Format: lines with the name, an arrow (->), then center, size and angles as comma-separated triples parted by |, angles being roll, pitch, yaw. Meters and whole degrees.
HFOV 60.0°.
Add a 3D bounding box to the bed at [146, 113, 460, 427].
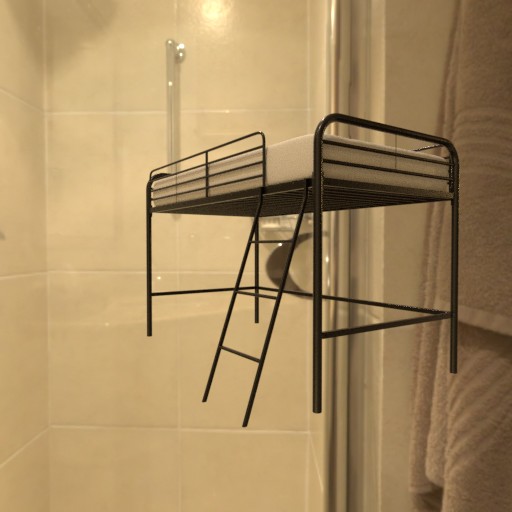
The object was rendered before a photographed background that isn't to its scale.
bed -> 0.000, 0.000, 2.869 | 1.393, 1.289, 1.968 | -1, 2, -35
